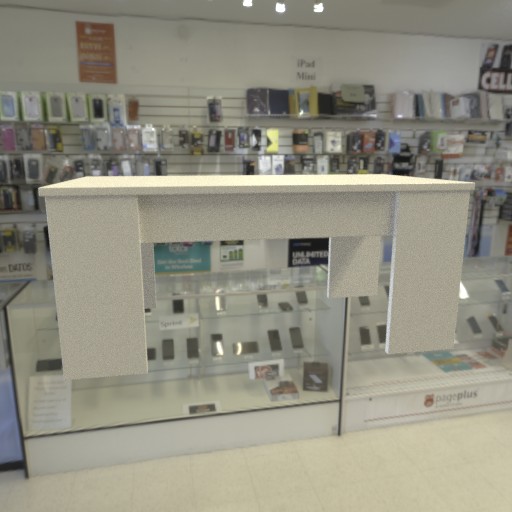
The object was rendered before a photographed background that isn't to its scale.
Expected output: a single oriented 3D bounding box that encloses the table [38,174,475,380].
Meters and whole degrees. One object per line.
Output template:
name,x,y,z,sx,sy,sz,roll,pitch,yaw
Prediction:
table,0.000,0.000,1.287,1.000,0.440,0.500,-2,13,-10
